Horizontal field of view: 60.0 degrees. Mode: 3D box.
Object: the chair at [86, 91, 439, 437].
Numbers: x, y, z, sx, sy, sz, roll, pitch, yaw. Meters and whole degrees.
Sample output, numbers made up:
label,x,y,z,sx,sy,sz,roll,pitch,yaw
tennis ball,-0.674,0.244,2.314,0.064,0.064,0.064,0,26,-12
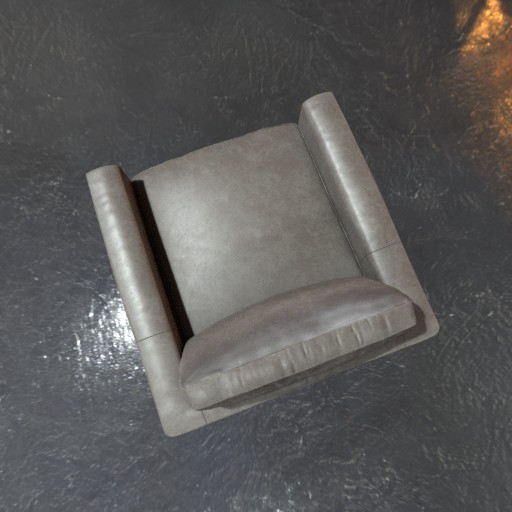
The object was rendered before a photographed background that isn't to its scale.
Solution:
label,x,y,z,sx,sy,sz,roll,pitch,yaw
chair,0.000,0.000,1.837,1.106,0.807,1.080,-20,78,-5
